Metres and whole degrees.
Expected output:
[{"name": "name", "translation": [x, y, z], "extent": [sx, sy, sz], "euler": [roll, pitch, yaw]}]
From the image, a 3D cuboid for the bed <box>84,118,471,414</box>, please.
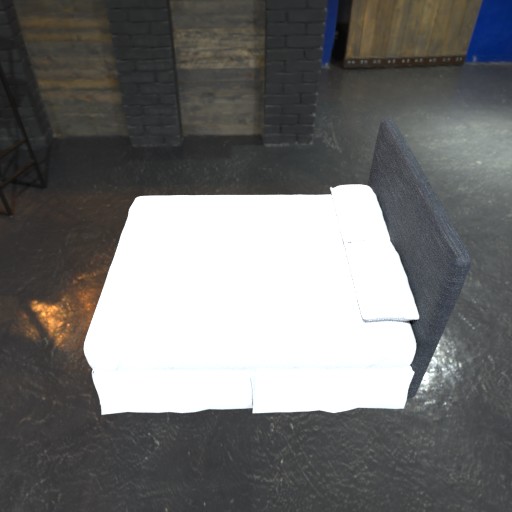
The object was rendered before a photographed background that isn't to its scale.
[{"name": "bed", "translation": [0.000, 0.000, 3.166], "extent": [2.142, 1.330, 1.723], "euler": [0, 41, 0]}]
